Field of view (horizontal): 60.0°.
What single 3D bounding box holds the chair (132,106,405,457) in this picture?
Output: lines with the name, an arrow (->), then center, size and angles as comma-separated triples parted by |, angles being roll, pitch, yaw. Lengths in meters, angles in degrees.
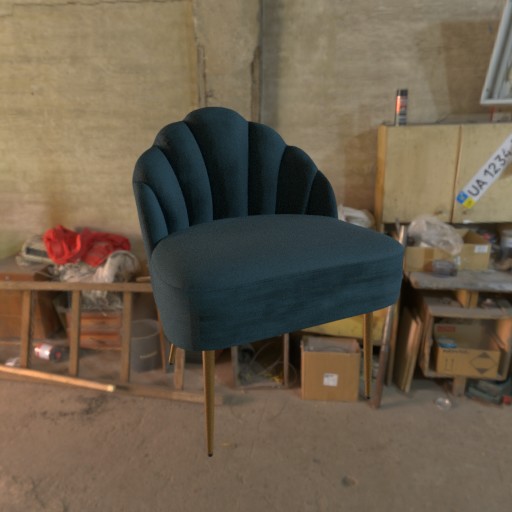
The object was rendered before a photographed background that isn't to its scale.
chair -> 0.000, 0.000, 1.268 | 0.657, 0.819, 0.599 | -9, 20, -26
